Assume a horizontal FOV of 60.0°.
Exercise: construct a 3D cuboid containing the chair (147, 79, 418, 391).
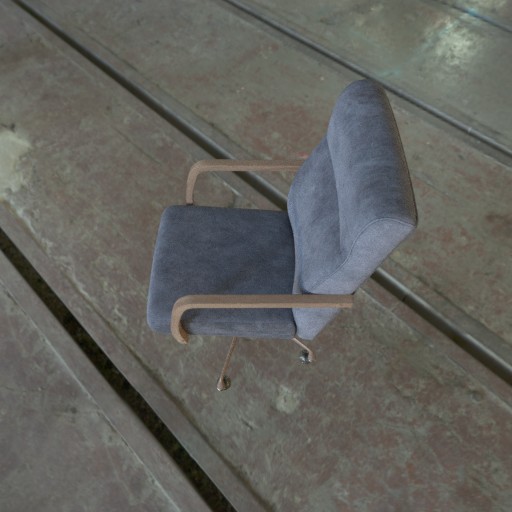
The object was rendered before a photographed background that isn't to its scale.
[{"bbox_3d":[0.000,0.000,1.487,0.741,1.029,0.640,0,57,0],"label":"chair"}]
